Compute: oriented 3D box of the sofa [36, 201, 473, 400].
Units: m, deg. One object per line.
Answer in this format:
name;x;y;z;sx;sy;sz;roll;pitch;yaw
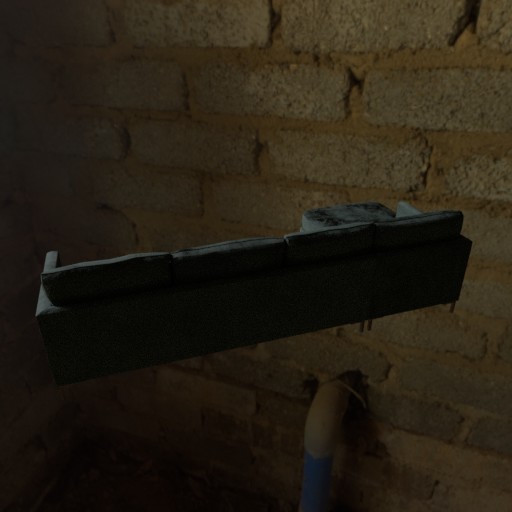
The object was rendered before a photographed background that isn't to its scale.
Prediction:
sofa;0.000;0.000;3.956;3.400;0.967;1.500;-9;29;-16
